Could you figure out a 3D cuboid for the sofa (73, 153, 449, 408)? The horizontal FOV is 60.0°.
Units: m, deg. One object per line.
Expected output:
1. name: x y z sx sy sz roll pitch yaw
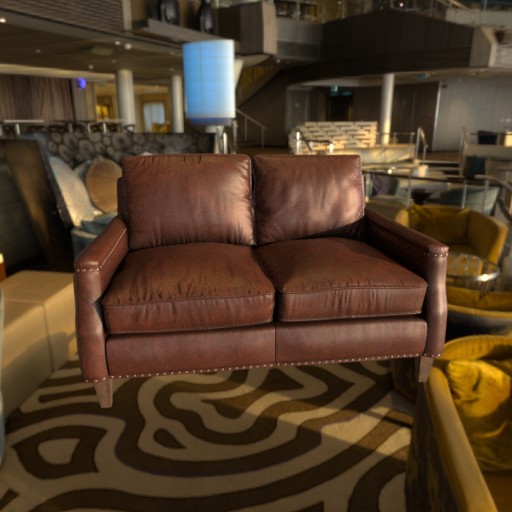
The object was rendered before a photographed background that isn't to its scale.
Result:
1. sofa: 0.000 0.000 2.310 1.628 1.003 1.083 -2 17 -8
